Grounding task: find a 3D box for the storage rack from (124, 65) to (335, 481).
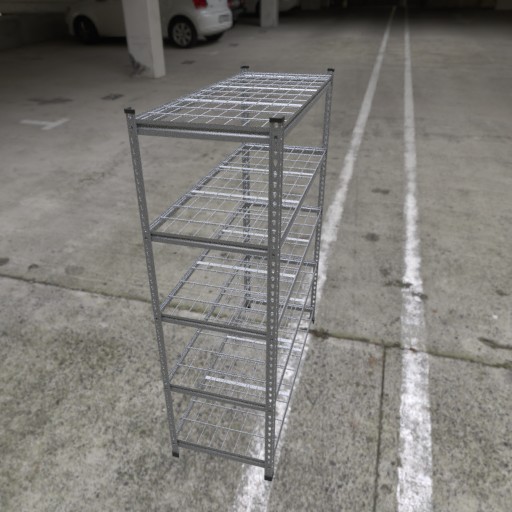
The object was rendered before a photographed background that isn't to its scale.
[{"bbox_3d":[0.000,0.000,2.706,0.610,1.981,1.524,8,30,14],"label":"storage rack"}]
